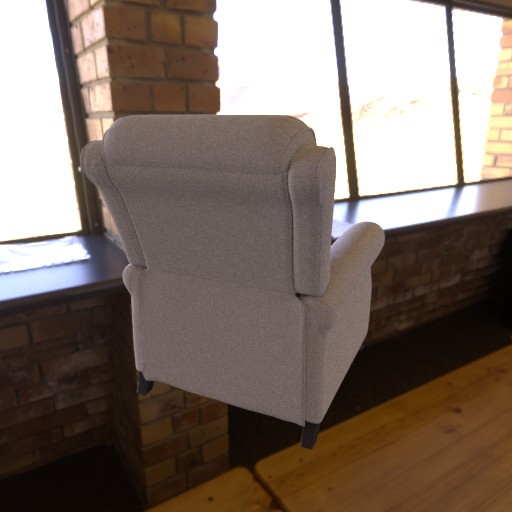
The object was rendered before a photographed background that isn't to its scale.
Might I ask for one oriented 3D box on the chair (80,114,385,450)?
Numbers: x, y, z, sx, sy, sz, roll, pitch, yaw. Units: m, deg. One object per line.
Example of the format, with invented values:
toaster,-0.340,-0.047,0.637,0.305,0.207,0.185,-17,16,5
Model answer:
chair,0.000,0.000,1.728,0.859,1.046,0.919,8,19,25
